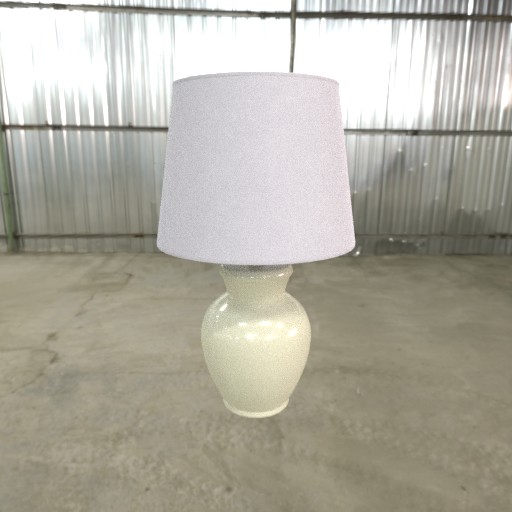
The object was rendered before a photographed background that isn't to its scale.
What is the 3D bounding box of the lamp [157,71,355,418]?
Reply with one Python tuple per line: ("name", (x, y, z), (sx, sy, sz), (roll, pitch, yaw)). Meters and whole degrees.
("lamp", (0.000, 0.000, 0.551), (0.239, 0.399, 0.239), (0, 13, 0))
